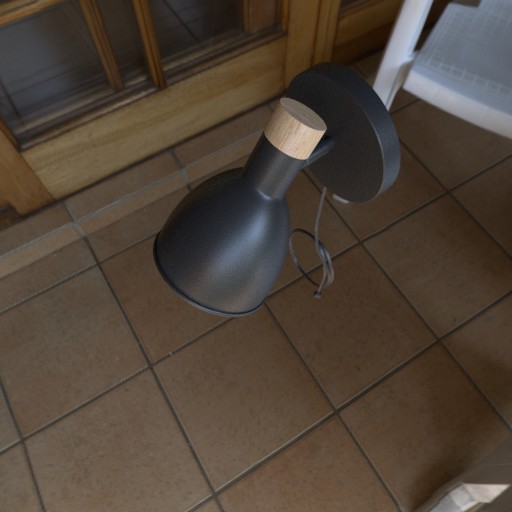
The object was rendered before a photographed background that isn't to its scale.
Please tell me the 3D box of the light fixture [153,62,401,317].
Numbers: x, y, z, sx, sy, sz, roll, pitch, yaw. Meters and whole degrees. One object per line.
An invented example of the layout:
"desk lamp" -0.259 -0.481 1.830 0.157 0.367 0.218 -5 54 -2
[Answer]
"light fixture" 0.000 0.000 0.488 0.203 0.401 0.127 -35 69 -15
